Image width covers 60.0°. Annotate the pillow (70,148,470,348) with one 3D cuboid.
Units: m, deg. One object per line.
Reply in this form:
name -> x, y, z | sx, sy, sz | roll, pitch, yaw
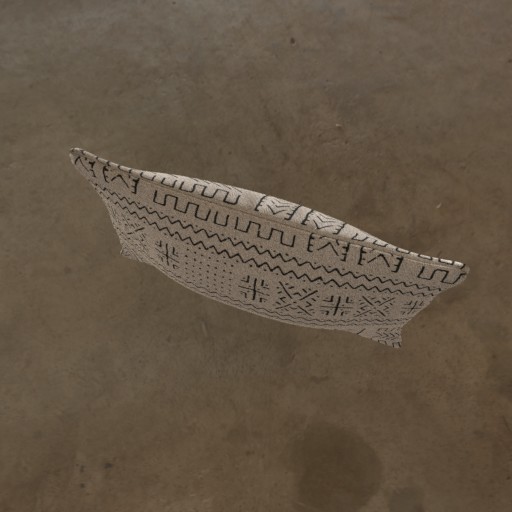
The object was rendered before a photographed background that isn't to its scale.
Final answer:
pillow -> 0.000, 0.000, 0.810 | 0.637, 0.352, 0.188 | 18, 64, 9
